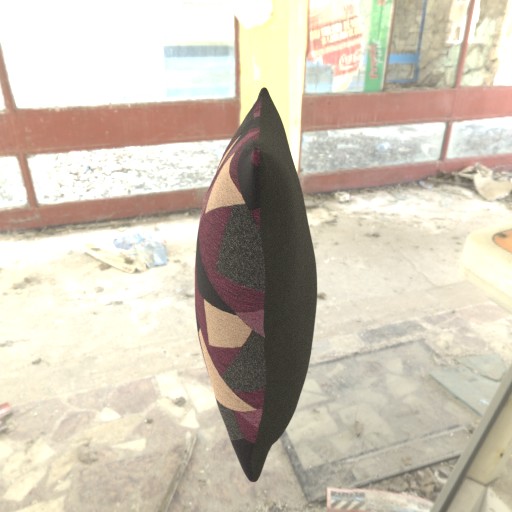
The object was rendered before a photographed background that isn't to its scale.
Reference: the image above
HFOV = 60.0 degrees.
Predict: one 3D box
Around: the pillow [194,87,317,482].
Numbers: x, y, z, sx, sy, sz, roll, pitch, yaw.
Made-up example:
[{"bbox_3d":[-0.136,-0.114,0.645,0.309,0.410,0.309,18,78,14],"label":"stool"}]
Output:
[{"bbox_3d":[0.000,0.000,0.758,0.208,0.496,0.503,1,27,2],"label":"pillow"}]
